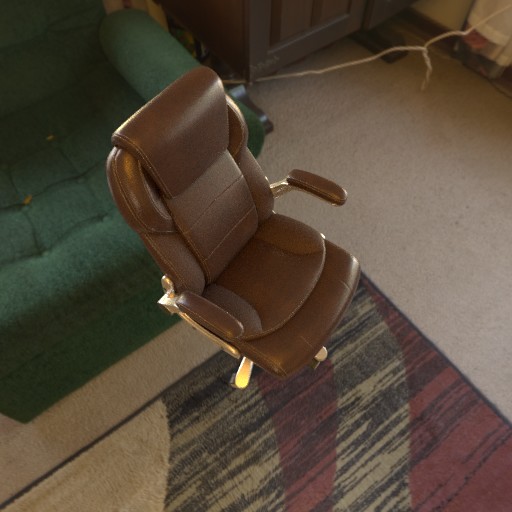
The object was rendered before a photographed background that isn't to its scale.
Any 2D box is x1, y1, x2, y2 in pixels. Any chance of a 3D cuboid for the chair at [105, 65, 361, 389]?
[{"bbox_3d":[0.000,0.000,1.678,0.774,1.160,0.733,31,63,18],"label":"chair"}]
